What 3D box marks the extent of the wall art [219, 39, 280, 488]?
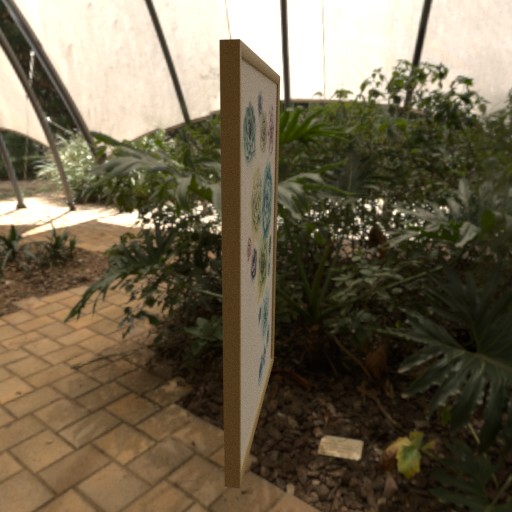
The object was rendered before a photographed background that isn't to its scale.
[{"bbox_3d":[0.000,0.000,1.005,0.039,0.810,0.510,3,16,9],"label":"wall art"}]
